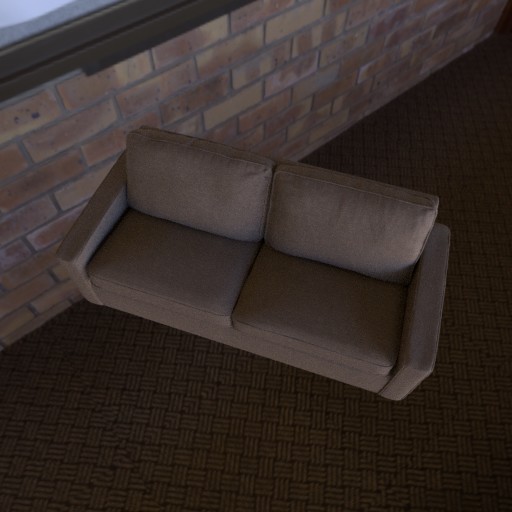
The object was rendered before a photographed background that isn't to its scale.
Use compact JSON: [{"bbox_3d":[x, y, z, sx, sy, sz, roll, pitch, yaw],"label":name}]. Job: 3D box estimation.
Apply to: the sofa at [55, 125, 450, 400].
[{"bbox_3d":[0.000,0.000,2.599,2.080,0.919,0.940,16,60,10],"label":"sofa"}]
